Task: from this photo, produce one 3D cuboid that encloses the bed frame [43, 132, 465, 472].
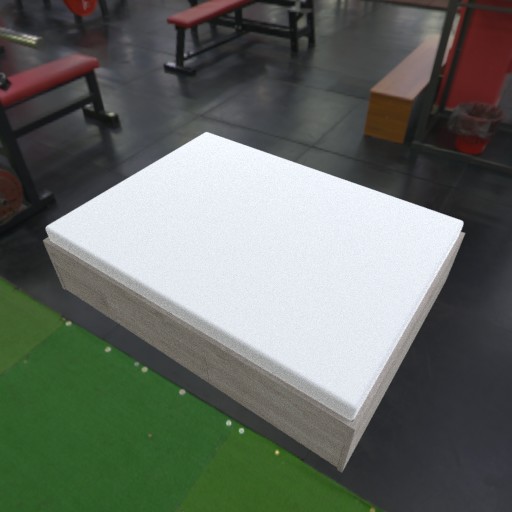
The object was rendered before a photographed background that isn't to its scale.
[{"bbox_3d":[0.000,0.000,2.643,1.944,0.490,1.448,25,48,25],"label":"bed frame"}]
